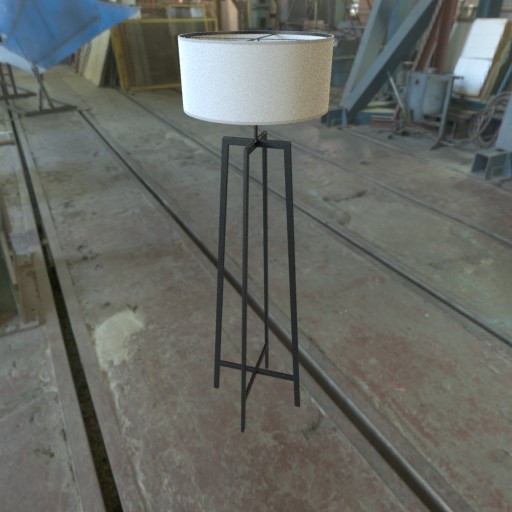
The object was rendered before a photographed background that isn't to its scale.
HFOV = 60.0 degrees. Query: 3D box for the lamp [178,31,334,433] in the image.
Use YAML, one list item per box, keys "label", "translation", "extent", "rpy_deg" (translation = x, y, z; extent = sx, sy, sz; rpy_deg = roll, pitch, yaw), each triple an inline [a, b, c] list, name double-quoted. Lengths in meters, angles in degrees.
- label: "lamp"
  translation: [0.000, 0.000, 1.691]
  extent: [0.456, 1.510, 0.457]
  rpy_deg: [8, 31, 14]
